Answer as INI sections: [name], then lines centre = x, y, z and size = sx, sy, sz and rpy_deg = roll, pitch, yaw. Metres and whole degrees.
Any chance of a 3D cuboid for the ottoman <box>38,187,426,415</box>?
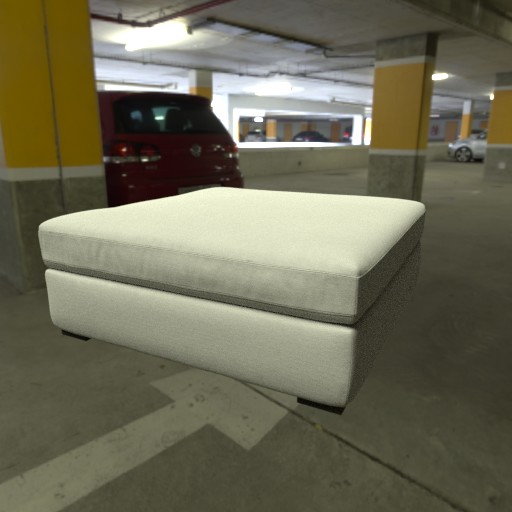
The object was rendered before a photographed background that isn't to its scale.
[ottoman]
centre = 0.000, 0.000, 1.805
size = 1.163, 0.482, 1.167
rpy_deg = 8, 17, 27
